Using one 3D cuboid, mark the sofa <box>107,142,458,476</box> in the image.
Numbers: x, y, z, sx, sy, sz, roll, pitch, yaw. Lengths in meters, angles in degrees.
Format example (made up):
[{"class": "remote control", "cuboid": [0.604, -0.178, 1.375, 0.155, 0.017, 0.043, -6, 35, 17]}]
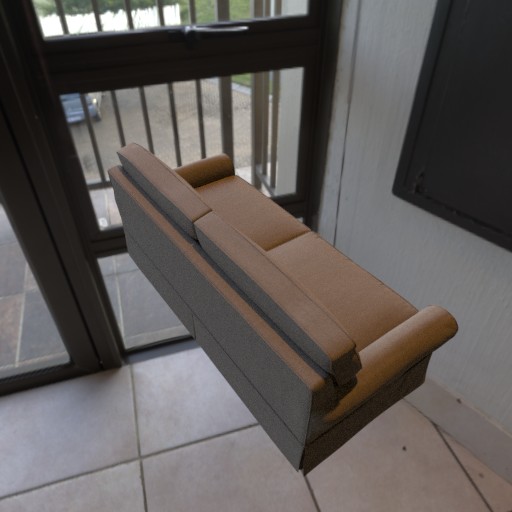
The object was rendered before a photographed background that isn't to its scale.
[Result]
[{"class": "sofa", "cuboid": [0.000, 0.000, 2.769, 0.991, 0.943, 2.248, -25, 46, -26]}]
